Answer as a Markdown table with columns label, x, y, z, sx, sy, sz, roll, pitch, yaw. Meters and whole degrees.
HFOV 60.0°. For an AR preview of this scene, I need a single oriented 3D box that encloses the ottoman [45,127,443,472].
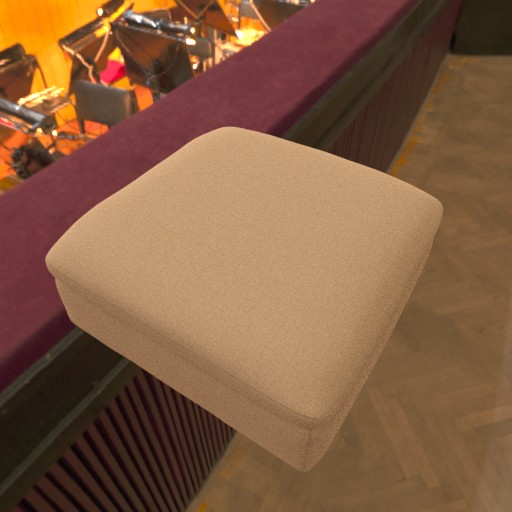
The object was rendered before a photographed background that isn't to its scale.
| label | x | y | z | sx | sy | sz | roll | pitch | yaw |
| --- | --- | --- | --- | --- | --- | --- | --- | --- | --- |
| ottoman | 0.000 | 0.000 | 1.526 | 0.996 | 0.467 | 0.977 | 25 | 50 | 23 |
